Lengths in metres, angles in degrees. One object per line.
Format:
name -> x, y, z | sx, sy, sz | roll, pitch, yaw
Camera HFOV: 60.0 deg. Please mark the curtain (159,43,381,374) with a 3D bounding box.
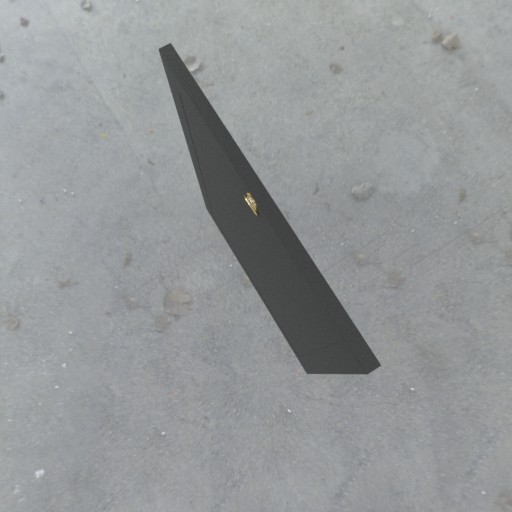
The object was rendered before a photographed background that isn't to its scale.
curtain -> 0.000, 0.000, 0.814 | 0.027, 0.585, 0.483 | -30, 77, -8
